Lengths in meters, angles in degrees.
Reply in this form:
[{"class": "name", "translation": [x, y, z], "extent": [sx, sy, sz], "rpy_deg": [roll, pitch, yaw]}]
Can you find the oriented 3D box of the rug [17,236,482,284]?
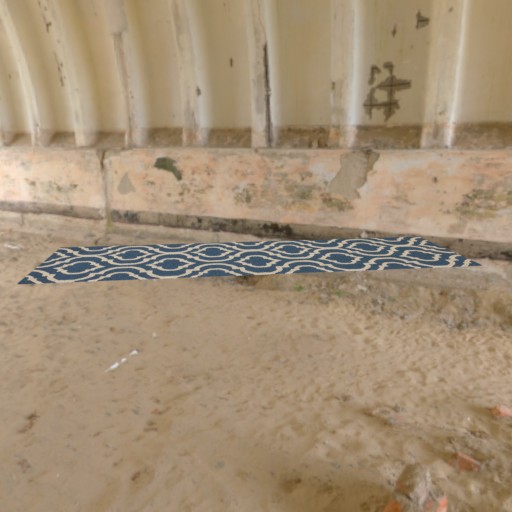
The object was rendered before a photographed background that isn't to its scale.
[{"class": "rug", "translation": [0.000, 0.000, 2.504], "extent": [2.296, 0.006, 0.685], "rpy_deg": [-2, 15, -7]}]
